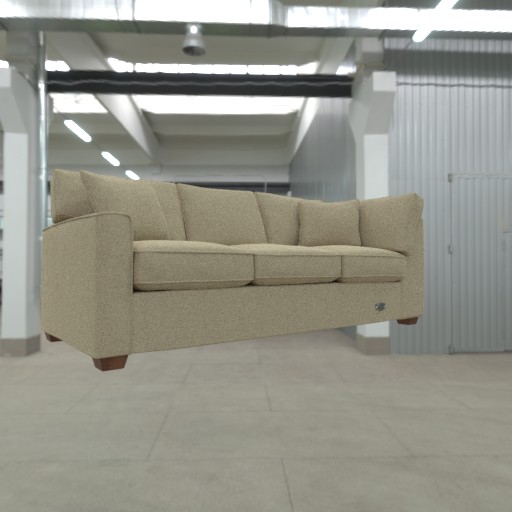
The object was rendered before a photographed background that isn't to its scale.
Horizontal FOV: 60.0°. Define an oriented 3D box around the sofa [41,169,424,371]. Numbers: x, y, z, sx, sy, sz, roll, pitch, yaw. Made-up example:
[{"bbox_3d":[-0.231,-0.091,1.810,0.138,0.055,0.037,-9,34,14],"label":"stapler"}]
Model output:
[{"bbox_3d":[0.000,0.000,2.819,2.317,0.962,1.061,1,-1,-37],"label":"sofa"}]
